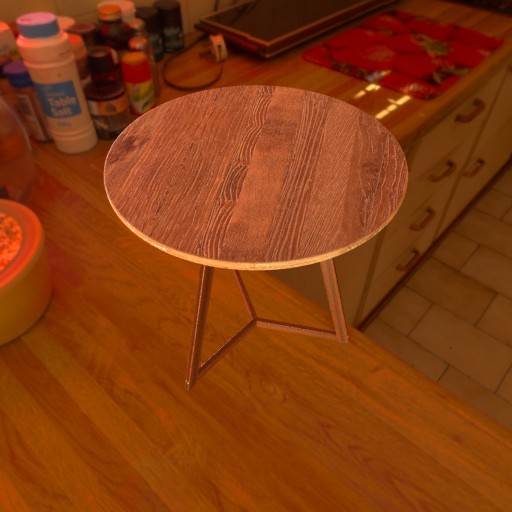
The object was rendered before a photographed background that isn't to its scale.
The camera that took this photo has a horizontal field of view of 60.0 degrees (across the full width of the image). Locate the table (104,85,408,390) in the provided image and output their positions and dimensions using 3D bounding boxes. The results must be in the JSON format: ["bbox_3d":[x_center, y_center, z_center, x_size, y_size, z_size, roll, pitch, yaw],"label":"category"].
[{"bbox_3d":[0.000,0.000,0.927,0.500,0.500,0.500,0,47,0],"label":"table"}]
